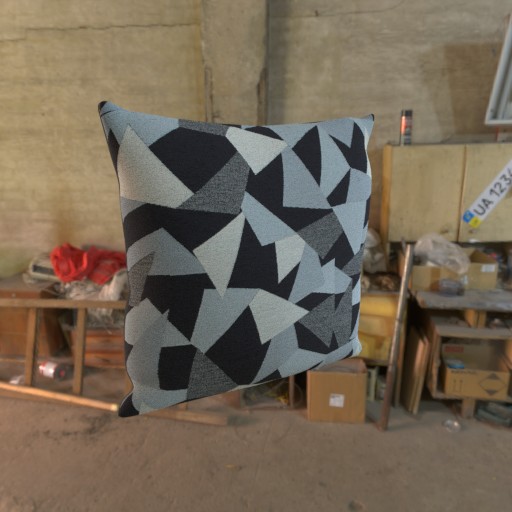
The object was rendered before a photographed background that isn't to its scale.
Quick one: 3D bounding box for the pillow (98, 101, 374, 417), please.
[{"bbox_3d":[0.000,0.000,0.770,0.503,0.496,0.208,-8,17,-26],"label":"pillow"}]
